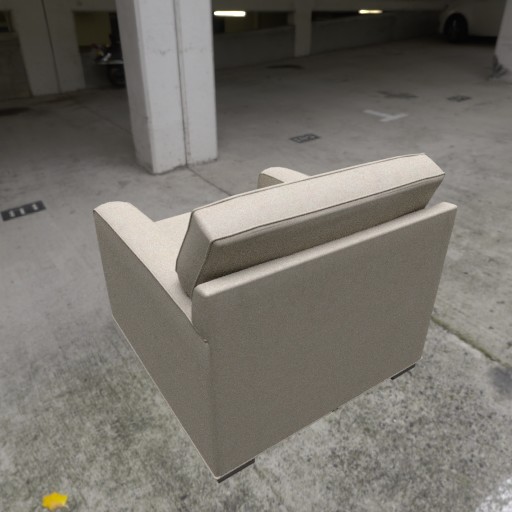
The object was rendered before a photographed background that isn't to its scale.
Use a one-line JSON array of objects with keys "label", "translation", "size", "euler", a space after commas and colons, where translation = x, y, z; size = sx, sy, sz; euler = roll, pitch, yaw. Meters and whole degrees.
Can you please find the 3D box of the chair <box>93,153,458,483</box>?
[{"label": "chair", "translation": [0.000, 0.000, 1.798], "size": [0.998, 0.913, 1.043], "euler": [-18, 34, -29]}]
